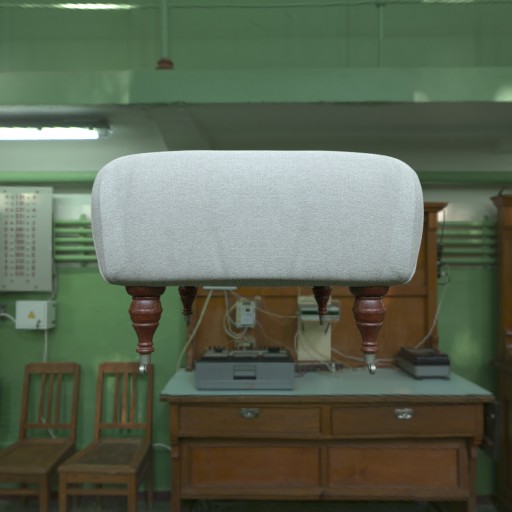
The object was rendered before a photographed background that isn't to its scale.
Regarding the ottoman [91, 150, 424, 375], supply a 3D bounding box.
[{"bbox_3d":[0.000,0.000,1.146,0.639,0.450,0.746,0,0,-1],"label":"ottoman"}]
